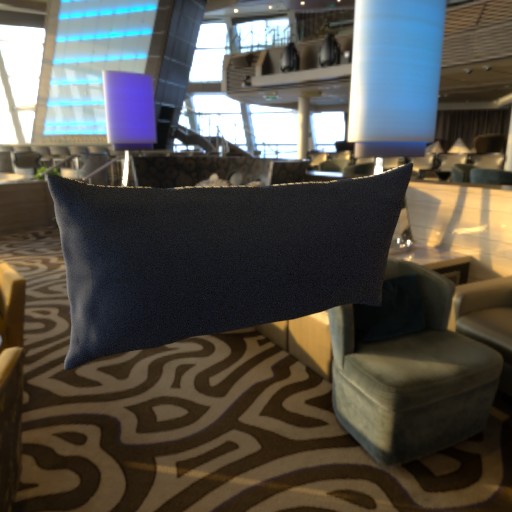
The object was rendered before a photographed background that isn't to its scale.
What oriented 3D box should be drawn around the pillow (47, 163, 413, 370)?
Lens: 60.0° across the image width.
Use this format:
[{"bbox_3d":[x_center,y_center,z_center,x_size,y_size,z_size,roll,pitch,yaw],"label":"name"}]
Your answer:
[{"bbox_3d":[0.000,0.000,0.730,0.608,0.292,0.156,-7,16,-26],"label":"pillow"}]
